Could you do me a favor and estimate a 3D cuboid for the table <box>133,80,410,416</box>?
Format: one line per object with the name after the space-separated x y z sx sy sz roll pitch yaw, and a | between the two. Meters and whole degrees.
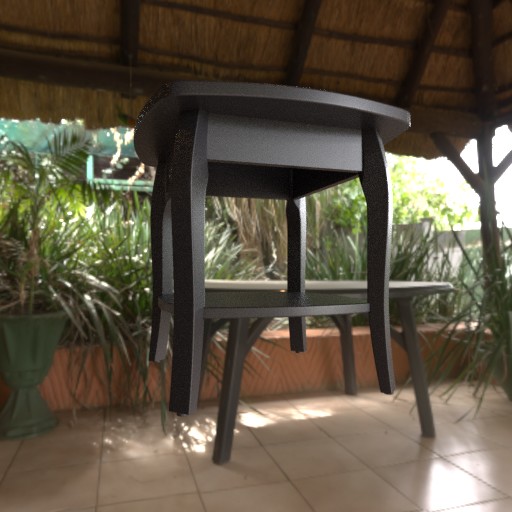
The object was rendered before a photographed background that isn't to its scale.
0.000 0.000 0.853 0.457 0.457 0.508 0 -2 -18 | table
